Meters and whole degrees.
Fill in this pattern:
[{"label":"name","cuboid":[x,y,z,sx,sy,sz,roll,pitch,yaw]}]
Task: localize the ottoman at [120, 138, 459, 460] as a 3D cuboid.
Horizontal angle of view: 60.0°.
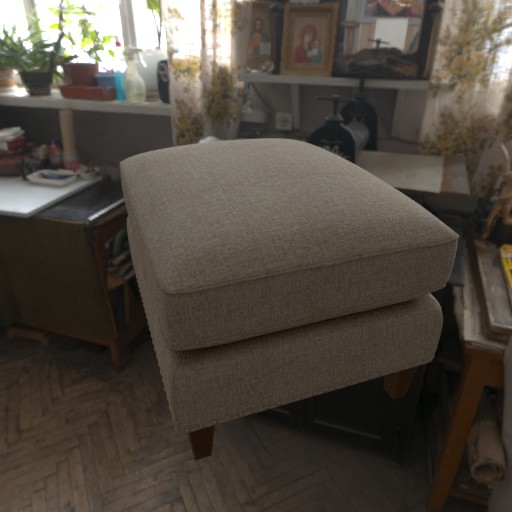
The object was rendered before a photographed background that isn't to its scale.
[{"label":"ottoman","cuboid":[0.000,0.000,1.135,0.584,0.513,0.741,-10,30,-18]}]
